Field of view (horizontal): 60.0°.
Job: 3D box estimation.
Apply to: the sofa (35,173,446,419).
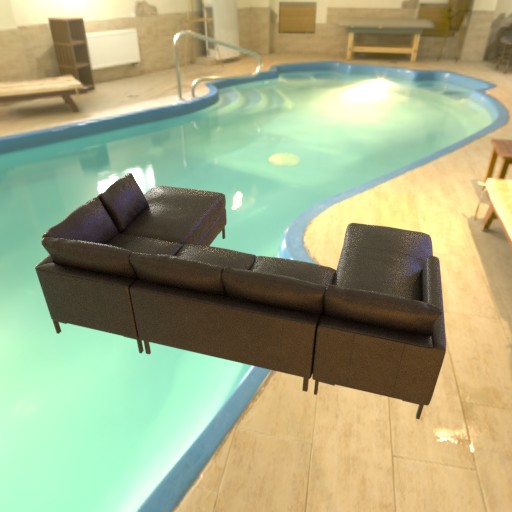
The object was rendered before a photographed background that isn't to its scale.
[{"bbox_3d":[0.000,0.000,3.838,2.956,0.900,1.939,9,34,14],"label":"sofa"}]
